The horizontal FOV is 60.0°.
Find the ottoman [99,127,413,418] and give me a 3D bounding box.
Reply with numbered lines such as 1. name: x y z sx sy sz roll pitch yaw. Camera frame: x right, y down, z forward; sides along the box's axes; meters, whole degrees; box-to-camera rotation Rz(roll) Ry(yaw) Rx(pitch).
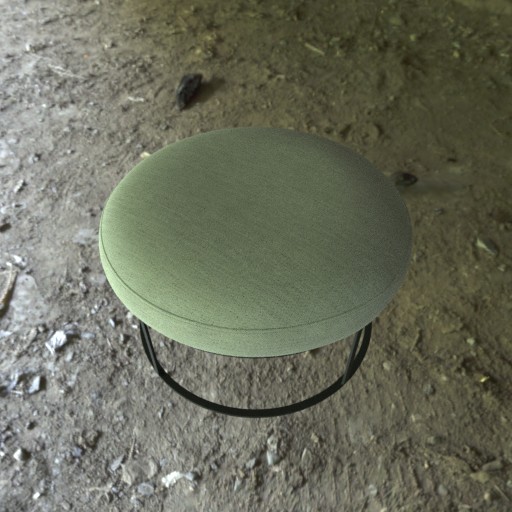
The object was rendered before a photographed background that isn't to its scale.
1. ottoman: 0.000 0.000 1.211 0.769 0.459 0.769 0 45 0
